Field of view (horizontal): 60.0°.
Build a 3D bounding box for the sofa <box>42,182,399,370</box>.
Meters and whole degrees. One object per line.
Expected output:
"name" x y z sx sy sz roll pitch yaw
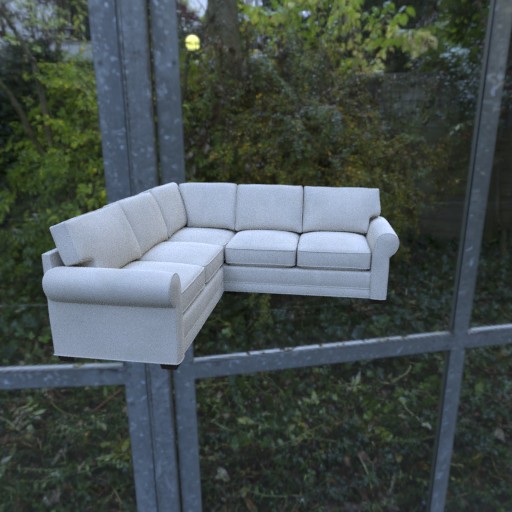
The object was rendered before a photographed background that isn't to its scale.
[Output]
"sofa" 0.000 0.000 3.947 2.569 1.054 2.487 2 16 8
